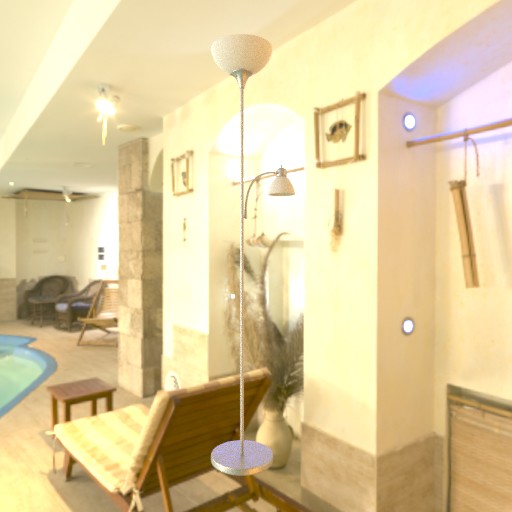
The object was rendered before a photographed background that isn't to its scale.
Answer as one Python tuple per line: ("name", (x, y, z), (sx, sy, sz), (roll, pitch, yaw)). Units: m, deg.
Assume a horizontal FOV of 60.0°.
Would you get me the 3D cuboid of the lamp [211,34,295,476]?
("lamp", (0.000, 0.000, 1.991), (0.425, 1.804, 0.279), (-1, 1, -37))
